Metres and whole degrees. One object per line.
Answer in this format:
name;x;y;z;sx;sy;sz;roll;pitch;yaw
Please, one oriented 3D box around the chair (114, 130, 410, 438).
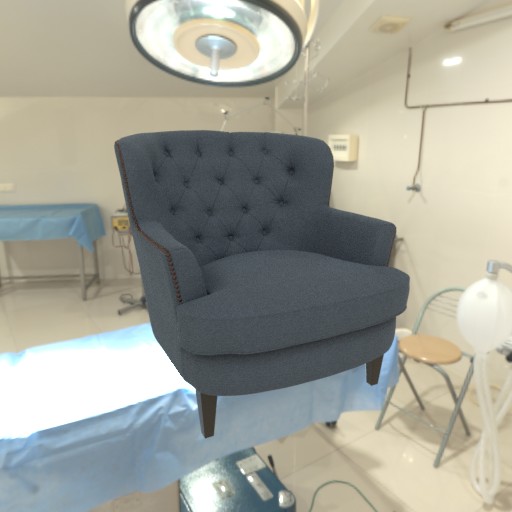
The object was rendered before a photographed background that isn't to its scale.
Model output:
chair;0.000;0.000;1.576;0.848;0.868;0.906;-8;17;-26
